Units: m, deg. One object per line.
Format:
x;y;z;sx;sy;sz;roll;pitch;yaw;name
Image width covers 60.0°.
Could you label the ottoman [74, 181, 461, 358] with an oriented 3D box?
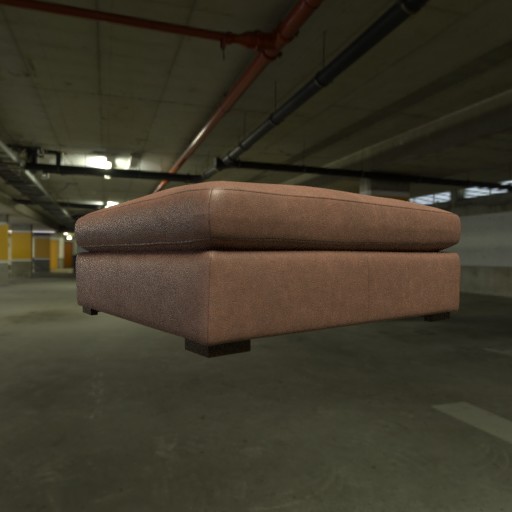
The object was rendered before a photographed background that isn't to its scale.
0.000;0.000;1.816;1.168;0.490;1.168;0;0;-37;ottoman
